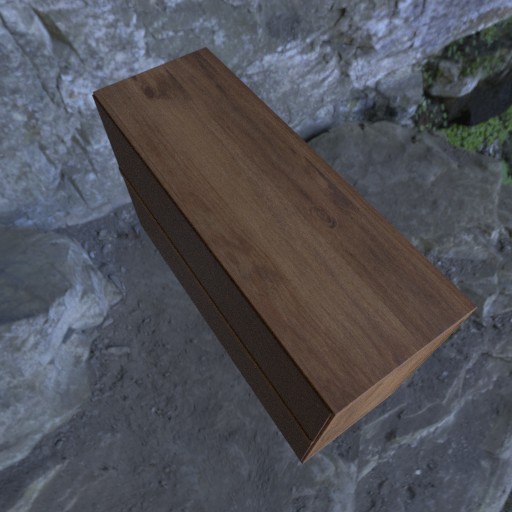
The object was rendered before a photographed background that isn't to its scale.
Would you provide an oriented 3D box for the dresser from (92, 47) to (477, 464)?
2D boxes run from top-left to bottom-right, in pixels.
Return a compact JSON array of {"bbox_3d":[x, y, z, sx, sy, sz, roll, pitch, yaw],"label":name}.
[{"bbox_3d":[0.000,0.000,1.622,0.479,0.825,1.261,-30,63,-17],"label":"dresser"}]
